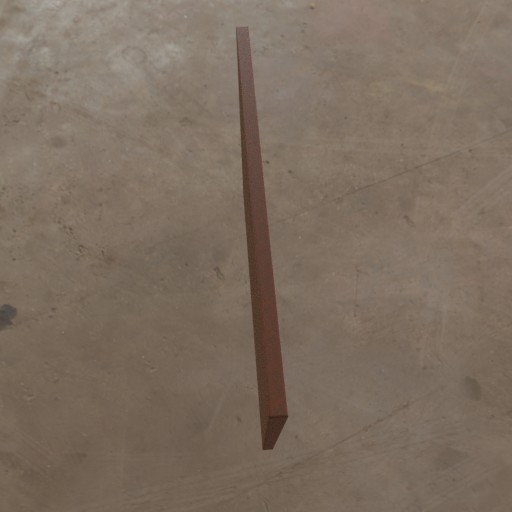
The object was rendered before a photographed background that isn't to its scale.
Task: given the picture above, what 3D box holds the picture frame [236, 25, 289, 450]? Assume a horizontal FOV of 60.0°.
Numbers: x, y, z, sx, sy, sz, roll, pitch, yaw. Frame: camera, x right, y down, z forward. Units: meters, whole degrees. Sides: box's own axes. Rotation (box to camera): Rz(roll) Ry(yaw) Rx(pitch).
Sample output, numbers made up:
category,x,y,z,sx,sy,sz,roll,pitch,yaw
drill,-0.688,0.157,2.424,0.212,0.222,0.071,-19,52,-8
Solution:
category,x,y,z,sx,sy,sz,roll,pitch,yaw
picture frame,0.000,0.000,1.731,0.045,1.018,1.329,-4,63,-2
